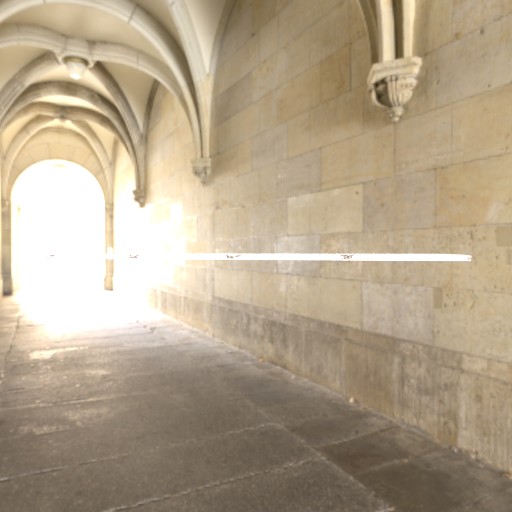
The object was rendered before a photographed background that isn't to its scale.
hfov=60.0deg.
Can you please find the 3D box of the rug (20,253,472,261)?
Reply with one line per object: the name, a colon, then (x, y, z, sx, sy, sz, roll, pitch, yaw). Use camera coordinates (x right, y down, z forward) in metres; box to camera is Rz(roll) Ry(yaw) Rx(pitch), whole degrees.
rug: (0.000, 0.000, 3.345, 2.743, 0.030, 1.778, 0, 0, 19)
